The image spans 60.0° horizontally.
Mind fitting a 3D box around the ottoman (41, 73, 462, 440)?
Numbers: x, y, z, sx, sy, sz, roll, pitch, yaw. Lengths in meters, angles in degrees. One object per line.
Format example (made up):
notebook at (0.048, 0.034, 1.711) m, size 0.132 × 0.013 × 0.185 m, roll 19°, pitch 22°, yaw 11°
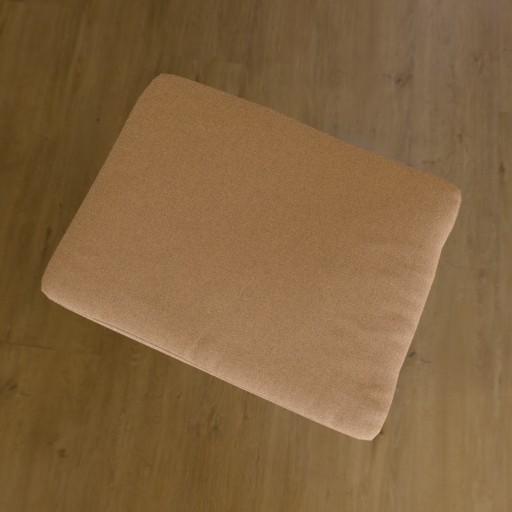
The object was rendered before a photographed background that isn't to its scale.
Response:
ottoman at (0.000, 0.000, 1.301) m, size 0.902 × 0.511 × 0.692 m, roll 23°, pitch 78°, yaw 5°
